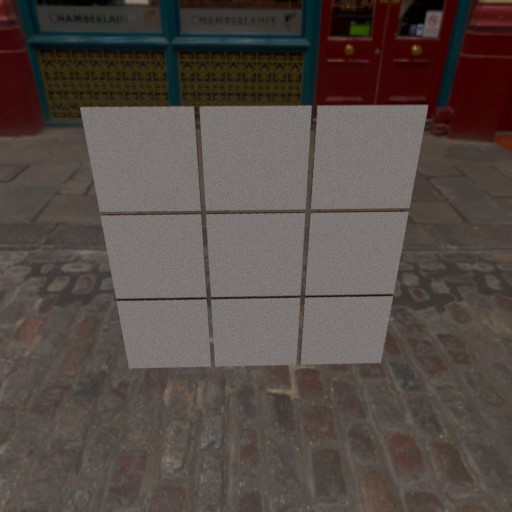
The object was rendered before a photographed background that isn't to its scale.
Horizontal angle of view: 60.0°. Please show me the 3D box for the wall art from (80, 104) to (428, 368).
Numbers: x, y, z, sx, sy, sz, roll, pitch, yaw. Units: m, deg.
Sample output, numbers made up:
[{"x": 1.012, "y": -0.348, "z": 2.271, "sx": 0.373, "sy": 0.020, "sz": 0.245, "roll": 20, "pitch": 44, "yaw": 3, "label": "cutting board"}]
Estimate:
[{"x": 0.000, "y": 0.000, "z": 1.909, "sx": 1.256, "sy": 1.246, "sz": 0.017, "roll": -1, "pitch": 29, "yaw": -2, "label": "wall art"}]
